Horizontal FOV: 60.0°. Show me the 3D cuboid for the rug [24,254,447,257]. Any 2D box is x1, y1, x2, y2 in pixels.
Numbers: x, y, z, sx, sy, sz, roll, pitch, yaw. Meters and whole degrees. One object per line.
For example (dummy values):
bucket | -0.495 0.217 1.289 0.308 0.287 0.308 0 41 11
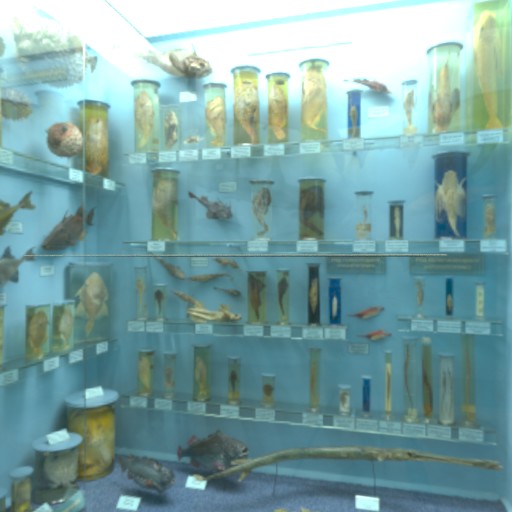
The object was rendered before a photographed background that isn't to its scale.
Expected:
rug | 0.000 0.000 4.164 3.045 0.008 2.421 0 0 17
